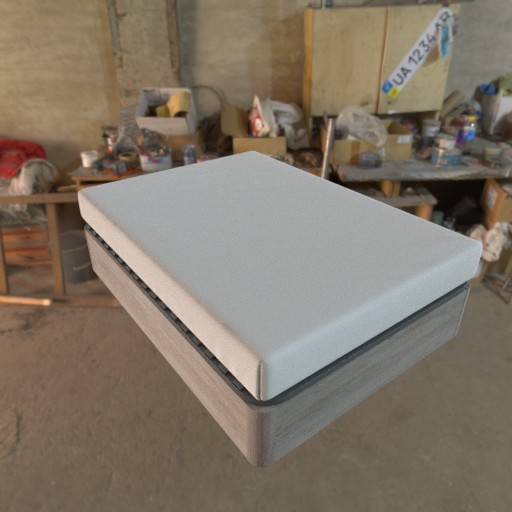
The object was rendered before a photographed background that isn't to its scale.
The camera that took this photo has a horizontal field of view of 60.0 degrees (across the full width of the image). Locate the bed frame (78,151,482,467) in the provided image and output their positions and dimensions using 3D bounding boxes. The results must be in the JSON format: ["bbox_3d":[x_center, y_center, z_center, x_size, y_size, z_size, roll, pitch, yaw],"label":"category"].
[{"bbox_3d":[0.000,0.000,2.579,1.400,0.561,1.900,-21,36,-31],"label":"bed frame"}]
